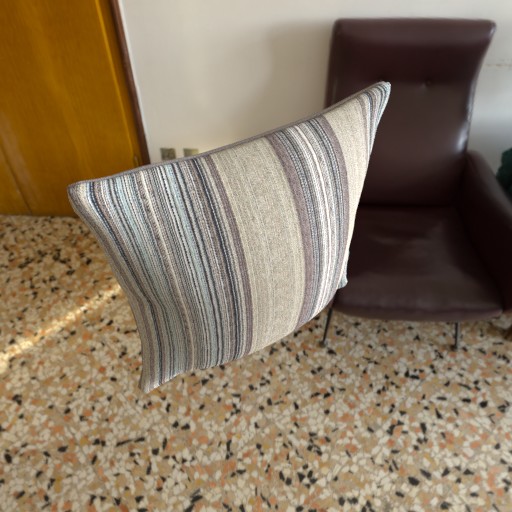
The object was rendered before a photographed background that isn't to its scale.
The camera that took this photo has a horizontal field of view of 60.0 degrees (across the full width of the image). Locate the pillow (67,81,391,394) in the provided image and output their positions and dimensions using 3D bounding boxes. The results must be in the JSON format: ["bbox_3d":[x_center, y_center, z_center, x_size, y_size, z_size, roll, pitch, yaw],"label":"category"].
[{"bbox_3d":[0.000,0.000,0.651,0.435,0.416,0.189,-25,51,-22],"label":"pillow"}]
